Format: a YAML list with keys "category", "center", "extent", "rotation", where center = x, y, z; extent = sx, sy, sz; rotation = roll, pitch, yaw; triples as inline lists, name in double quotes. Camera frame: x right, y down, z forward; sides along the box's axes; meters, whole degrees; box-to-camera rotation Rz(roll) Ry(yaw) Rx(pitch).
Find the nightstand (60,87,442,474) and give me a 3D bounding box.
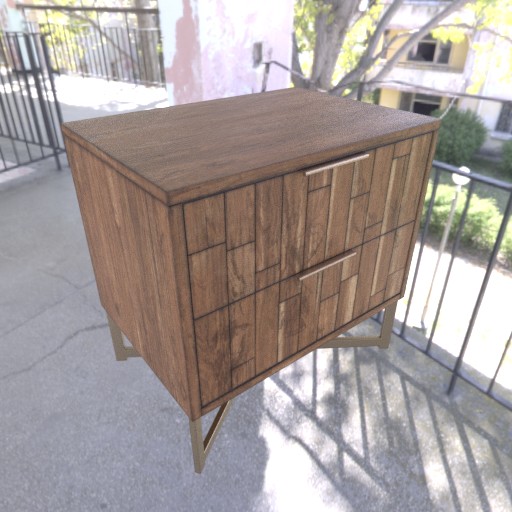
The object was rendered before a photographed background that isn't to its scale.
- category: "nightstand"
  center: [0.000, 0.000, 1.019]
  extent: [0.610, 0.610, 0.446]
  rotation: [-22, 37, -32]
